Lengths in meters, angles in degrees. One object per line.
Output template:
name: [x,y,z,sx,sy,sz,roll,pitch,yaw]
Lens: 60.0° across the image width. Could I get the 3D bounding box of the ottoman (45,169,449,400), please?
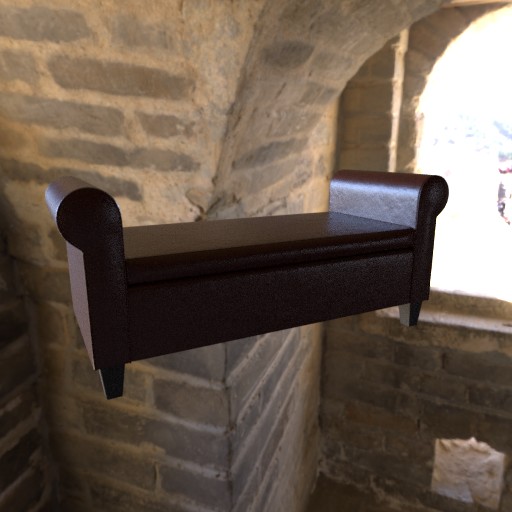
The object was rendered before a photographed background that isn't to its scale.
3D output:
ottoman: [0.000,0.000,1.525,1.256,0.547,0.521,-7,15,-26]
